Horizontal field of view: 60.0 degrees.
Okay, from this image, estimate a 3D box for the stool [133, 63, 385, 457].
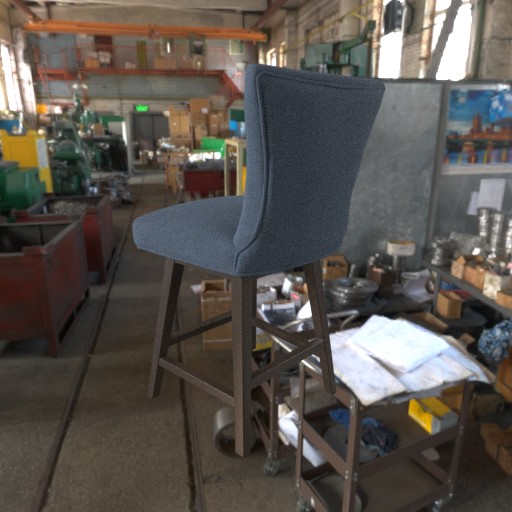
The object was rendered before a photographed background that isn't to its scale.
[{"bbox_3d":[0.000,0.000,1.342,0.574,1.000,0.514,16,23,42],"label":"stool"}]
